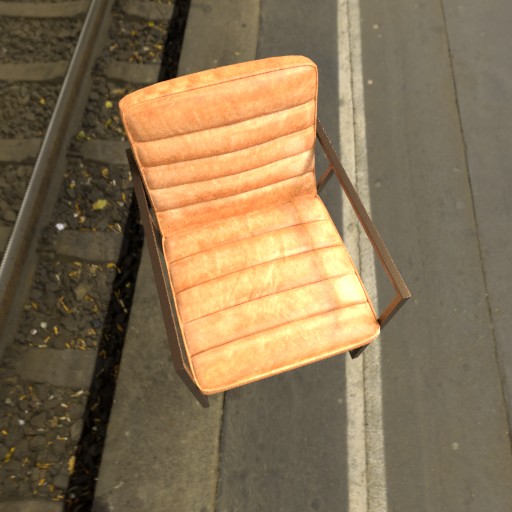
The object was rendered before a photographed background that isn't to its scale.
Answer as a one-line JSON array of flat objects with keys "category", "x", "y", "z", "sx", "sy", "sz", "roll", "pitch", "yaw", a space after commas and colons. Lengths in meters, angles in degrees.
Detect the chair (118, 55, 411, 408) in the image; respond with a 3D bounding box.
[{"category": "chair", "x": 0.000, "y": 0.000, "z": 1.303, "sx": 0.571, "sy": 0.832, "sz": 0.677, "roll": -16, "pitch": 65, "yaw": -8}]
